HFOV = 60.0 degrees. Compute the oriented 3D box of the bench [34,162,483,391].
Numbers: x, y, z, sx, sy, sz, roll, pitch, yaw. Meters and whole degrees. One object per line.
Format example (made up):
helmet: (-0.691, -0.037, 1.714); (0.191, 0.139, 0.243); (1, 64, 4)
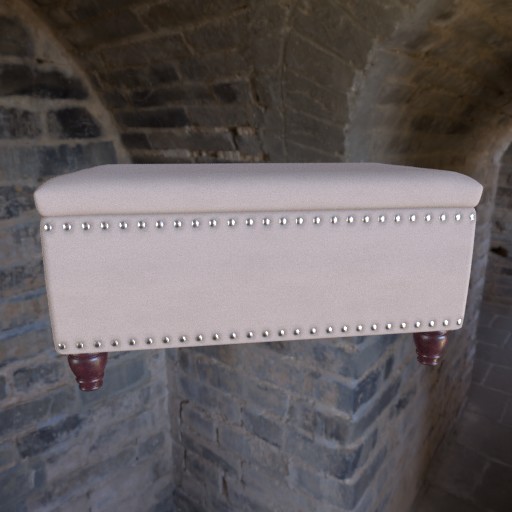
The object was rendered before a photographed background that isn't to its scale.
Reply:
bench: (0.000, 0.000, 1.139); (0.887, 0.449, 0.500); (-2, 15, -8)
